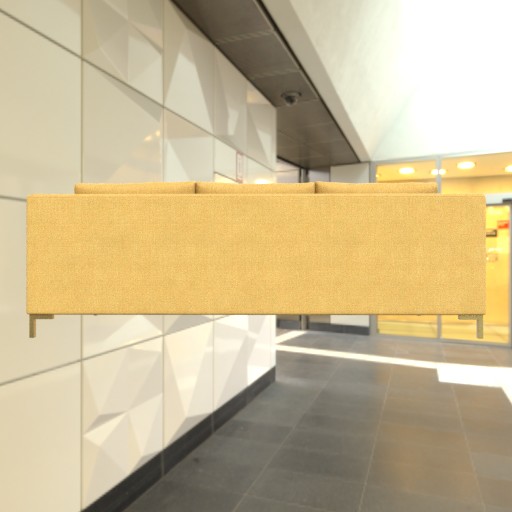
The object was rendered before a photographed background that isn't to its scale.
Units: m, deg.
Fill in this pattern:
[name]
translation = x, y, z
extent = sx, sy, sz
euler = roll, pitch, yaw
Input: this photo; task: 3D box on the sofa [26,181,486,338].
[sofa]
translation = 0.000, 0.000, 2.800
extent = 2.415, 0.867, 0.969
euler = 0, 0, 1
